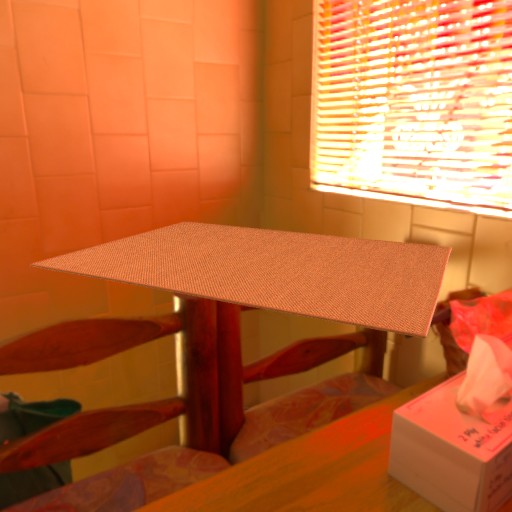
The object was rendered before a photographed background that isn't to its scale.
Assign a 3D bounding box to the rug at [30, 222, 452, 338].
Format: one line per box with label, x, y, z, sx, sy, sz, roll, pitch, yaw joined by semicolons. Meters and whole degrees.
rug;0.000;0.000;2.717;2.134;0.013;1.524;7;16;26
